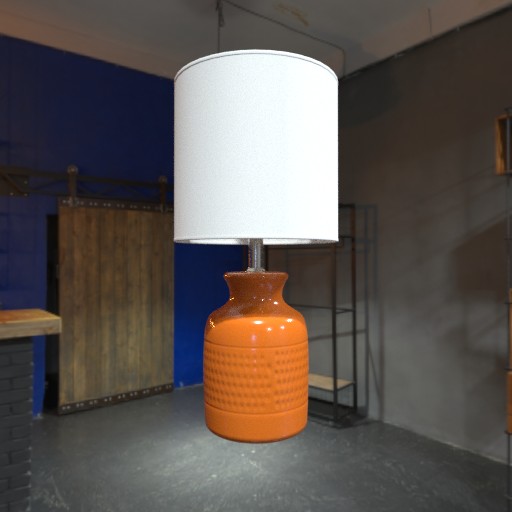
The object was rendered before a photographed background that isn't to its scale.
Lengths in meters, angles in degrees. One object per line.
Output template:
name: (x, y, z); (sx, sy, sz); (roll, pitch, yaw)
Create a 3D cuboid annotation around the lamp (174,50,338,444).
lamp: (0.000, 0.000, 1.145); (0.418, 0.871, 0.418); (0, 0, -35)
